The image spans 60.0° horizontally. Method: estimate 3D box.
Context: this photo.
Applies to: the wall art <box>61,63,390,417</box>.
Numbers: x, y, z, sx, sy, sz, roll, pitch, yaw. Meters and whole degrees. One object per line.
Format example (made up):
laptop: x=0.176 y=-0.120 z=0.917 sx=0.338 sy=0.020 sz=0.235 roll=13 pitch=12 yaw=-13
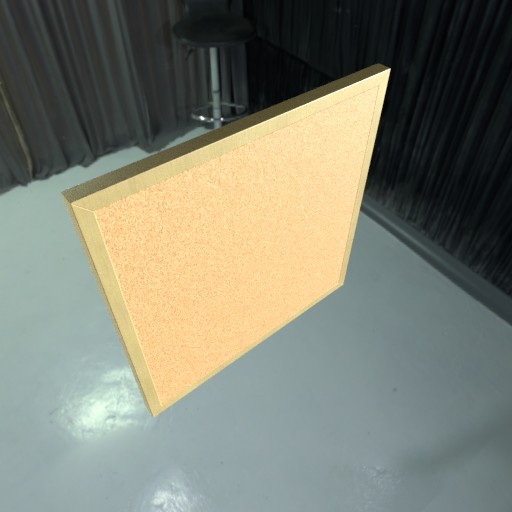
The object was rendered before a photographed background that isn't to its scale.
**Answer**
wall art: x=0.000 y=0.000 z=1.128 sx=0.763 sy=0.763 sz=0.037 roll=-30 pitch=53 yaw=-26
